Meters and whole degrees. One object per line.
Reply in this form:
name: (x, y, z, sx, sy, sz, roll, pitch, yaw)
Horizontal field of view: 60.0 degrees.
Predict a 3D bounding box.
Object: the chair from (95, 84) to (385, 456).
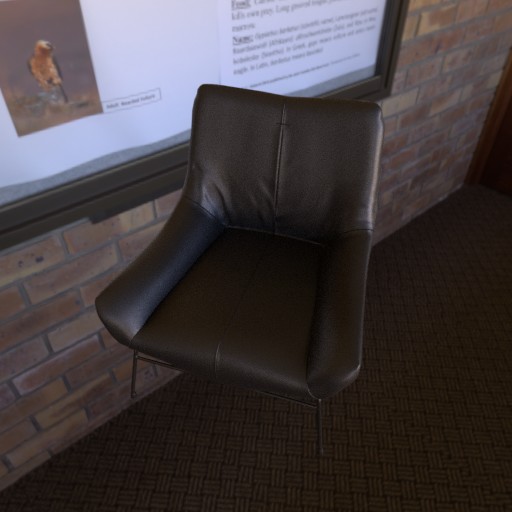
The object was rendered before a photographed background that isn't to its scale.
chair: (0.000, 0.000, 1.583, 0.836, 0.922, 0.826, 12, 42, 13)
